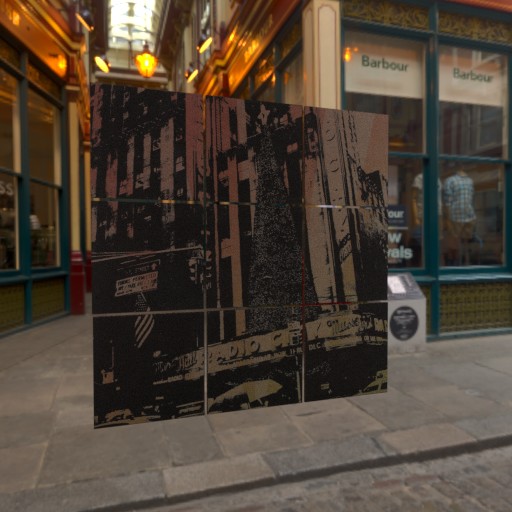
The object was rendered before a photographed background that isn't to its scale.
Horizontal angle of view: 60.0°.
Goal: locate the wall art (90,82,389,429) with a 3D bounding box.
[{"bbox_3d":[0.000,0.000,2.194,1.527,1.521,0.017,-1,2,-19],"label":"wall art"}]
